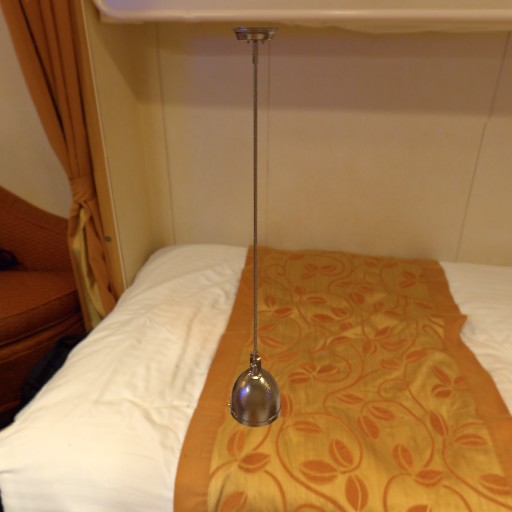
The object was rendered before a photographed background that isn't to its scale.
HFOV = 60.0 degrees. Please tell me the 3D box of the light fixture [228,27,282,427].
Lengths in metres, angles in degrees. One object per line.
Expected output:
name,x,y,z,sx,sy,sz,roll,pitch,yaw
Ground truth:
light fixture,0.000,0.000,1.493,0.211,1.367,0.217,-18,32,-32
